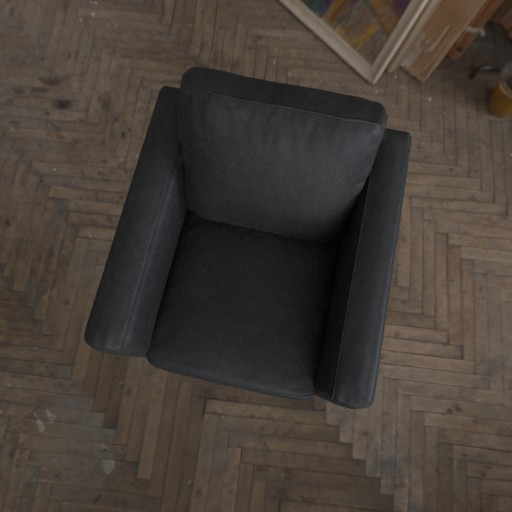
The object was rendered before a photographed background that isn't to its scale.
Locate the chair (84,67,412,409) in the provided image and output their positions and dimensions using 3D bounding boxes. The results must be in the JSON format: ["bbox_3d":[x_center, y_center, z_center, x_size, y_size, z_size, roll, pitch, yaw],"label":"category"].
[{"bbox_3d":[0.000,0.000,1.520,0.831,0.898,0.879,12,75,3],"label":"chair"}]
